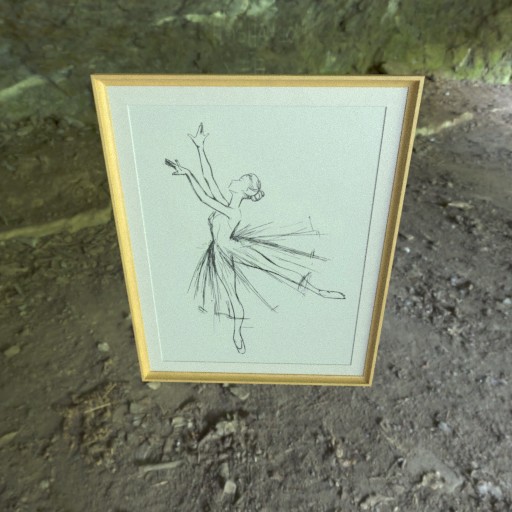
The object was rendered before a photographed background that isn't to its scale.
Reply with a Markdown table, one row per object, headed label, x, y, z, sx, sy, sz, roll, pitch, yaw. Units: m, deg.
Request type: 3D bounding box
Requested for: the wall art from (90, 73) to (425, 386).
| label | x | y | z | sx | sy | sz | roll | pitch | yaw |
| --- | --- | --- | --- | --- | --- | --- | --- | --- | --- |
| wall art | 0.000 | 0.000 | 1.314 | 0.798 | 1.002 | 0.030 | 1 | 29 | 2 |
